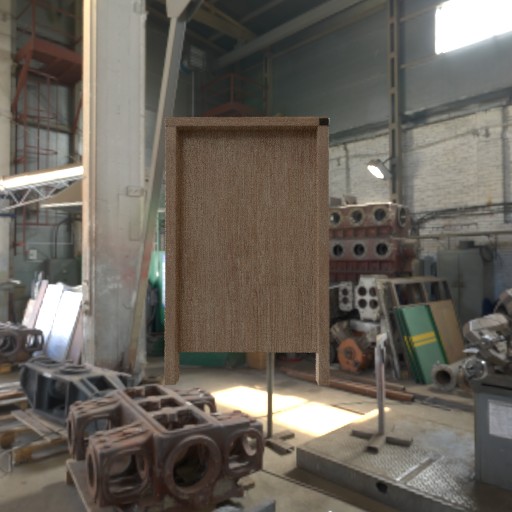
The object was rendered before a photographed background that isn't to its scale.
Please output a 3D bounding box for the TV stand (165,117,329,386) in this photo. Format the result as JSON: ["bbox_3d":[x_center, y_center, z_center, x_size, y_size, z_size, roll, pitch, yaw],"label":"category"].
[{"bbox_3d":[0.000,0.000,1.737,0.398,0.610,1.466,0,-1,1],"label":"TV stand"}]
